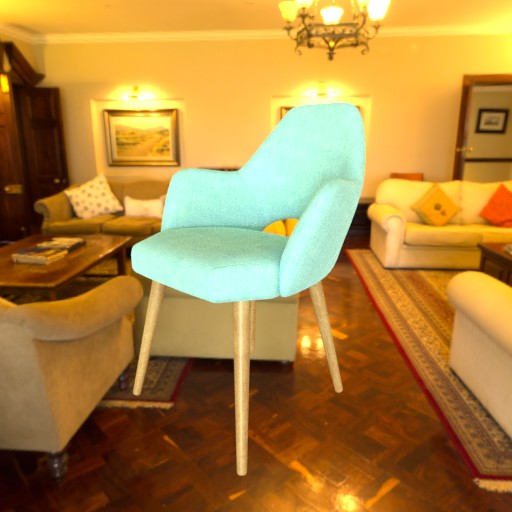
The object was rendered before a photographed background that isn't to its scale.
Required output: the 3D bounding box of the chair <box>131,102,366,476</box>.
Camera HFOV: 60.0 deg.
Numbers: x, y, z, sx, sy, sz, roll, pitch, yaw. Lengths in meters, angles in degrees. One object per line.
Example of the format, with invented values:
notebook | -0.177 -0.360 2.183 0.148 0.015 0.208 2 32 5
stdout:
chair | 0.000 0.000 1.240 0.610 0.840 0.590 -14 20 -43
